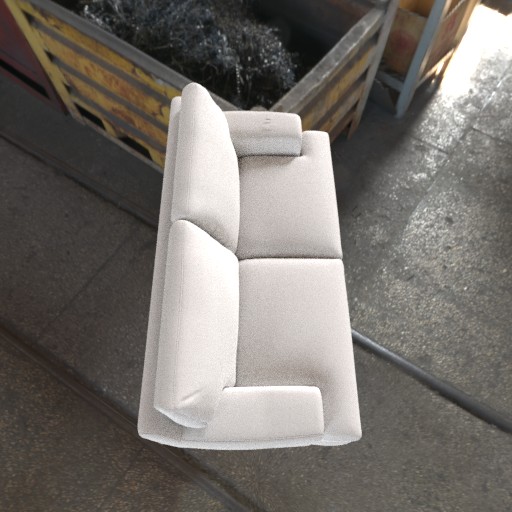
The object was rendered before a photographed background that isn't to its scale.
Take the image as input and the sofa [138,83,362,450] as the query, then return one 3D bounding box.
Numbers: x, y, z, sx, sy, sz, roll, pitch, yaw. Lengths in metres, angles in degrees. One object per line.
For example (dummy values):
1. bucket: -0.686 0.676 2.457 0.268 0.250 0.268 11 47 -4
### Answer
1. sofa: 0.000 0.000 2.819 1.143 0.940 2.261 -1 63 0
